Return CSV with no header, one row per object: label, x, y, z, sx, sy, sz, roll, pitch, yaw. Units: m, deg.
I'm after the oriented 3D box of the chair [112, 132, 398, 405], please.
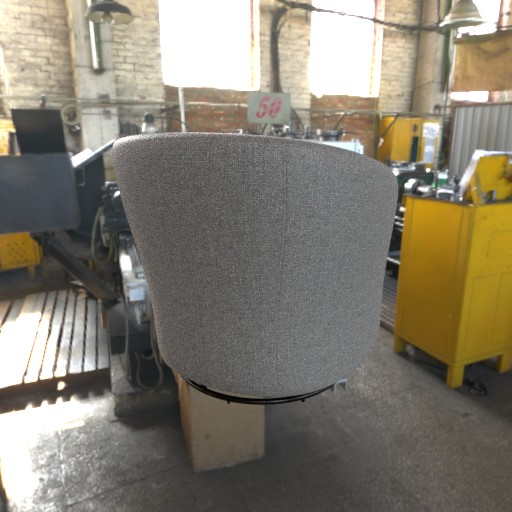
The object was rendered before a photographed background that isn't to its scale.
chair,0.000,0.000,1.438,0.791,0.771,0.815,8,17,26
